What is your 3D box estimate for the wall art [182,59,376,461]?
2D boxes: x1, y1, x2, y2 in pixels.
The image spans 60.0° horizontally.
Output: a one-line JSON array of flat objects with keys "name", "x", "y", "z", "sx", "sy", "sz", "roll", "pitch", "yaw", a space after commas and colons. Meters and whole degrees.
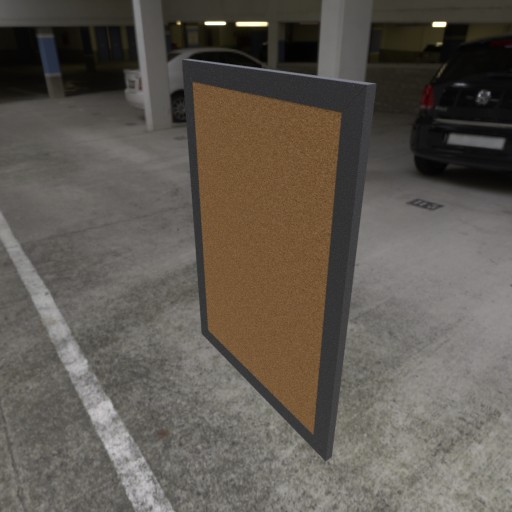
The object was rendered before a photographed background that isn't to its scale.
[{"name": "wall art", "x": 0.000, "y": 0.000, "z": 0.682, "sx": 0.013, "sy": 0.534, "sz": 0.380, "roll": -18, "pitch": 33, "yaw": -31}]
